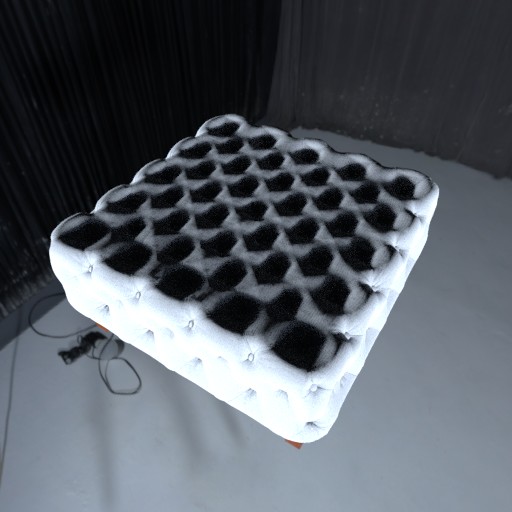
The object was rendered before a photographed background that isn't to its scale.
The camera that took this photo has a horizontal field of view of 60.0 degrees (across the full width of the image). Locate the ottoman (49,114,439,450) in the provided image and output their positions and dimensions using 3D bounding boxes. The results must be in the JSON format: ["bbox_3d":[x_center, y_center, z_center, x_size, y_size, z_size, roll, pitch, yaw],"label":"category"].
[{"bbox_3d":[0.000,0.000,1.215,0.758,0.365,0.764,24,50,22],"label":"ottoman"}]
